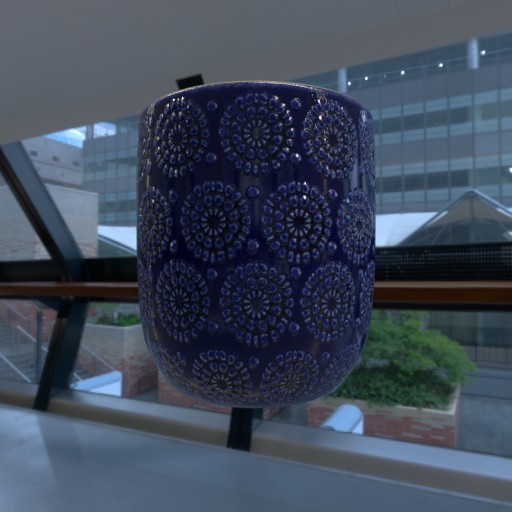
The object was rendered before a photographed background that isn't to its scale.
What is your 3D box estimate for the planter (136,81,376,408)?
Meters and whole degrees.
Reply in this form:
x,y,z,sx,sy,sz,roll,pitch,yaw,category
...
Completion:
x,y,z,sx,sy,sz,roll,pitch,yaw,category
0.000,0.000,0.351,0.184,0.206,0.184,0,-2,0,planter
